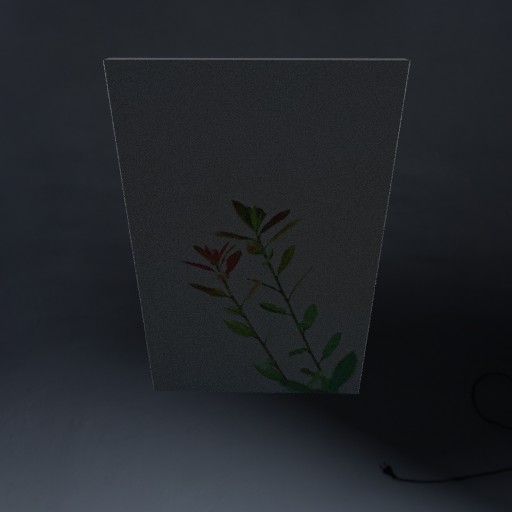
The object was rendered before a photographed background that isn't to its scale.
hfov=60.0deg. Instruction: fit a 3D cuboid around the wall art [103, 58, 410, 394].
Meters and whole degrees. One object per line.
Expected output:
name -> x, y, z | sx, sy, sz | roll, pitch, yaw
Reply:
wall art -> 0.000, 0.000, 1.123 | 0.612, 0.915, 0.039 | 1, 29, 1
